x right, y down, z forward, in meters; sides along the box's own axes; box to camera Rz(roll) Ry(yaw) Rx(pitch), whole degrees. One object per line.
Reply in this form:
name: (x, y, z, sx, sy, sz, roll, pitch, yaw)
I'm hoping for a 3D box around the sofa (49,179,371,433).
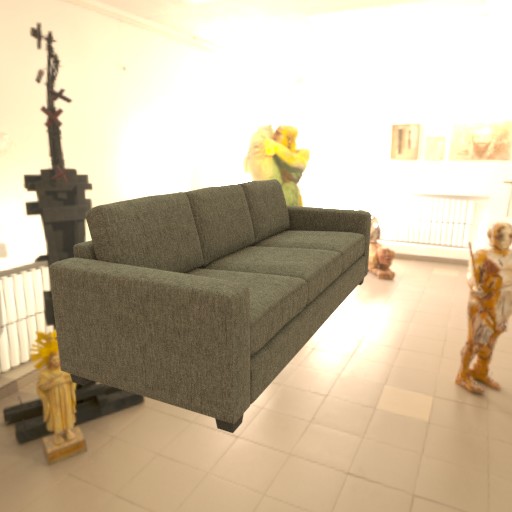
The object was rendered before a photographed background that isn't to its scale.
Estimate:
sofa: (0.000, 0.000, 2.626, 0.900, 0.800, 2.160, 7, 16, 25)
